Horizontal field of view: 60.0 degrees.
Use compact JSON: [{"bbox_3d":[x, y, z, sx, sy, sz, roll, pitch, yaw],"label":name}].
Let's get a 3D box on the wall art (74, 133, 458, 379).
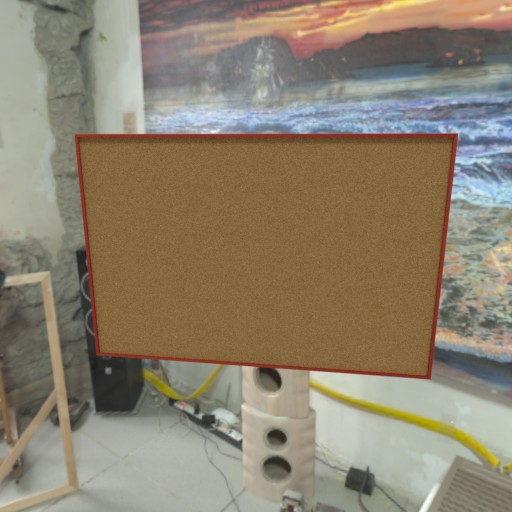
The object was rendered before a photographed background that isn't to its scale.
[{"bbox_3d":[0.000,0.000,0.762,0.607,0.405,0.033,2,15,8],"label":"wall art"}]
